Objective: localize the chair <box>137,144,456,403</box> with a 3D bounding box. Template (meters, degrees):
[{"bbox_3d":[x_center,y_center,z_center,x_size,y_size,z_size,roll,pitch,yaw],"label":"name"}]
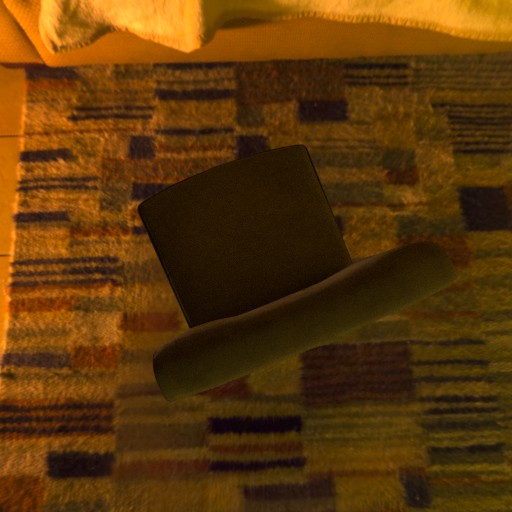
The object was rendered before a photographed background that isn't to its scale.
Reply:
[{"bbox_3d":[0.000,0.000,1.152,0.521,0.806,0.554,-21,76,-6],"label":"chair"}]
